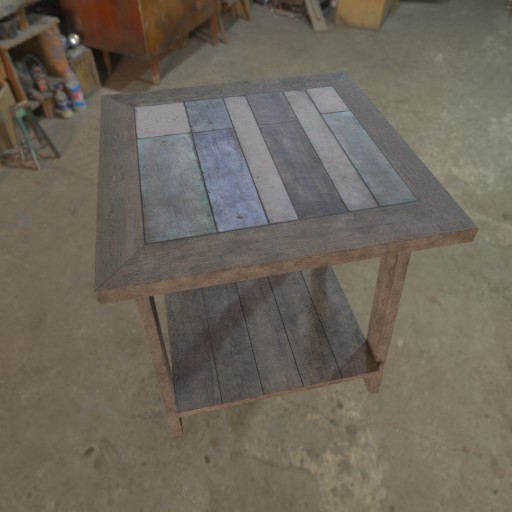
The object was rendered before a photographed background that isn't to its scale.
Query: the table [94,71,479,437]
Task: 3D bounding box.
[{"bbox_3d":[0.000,0.000,1.102,0.610,0.610,0.610,-9,47,-9],"label":"table"}]
